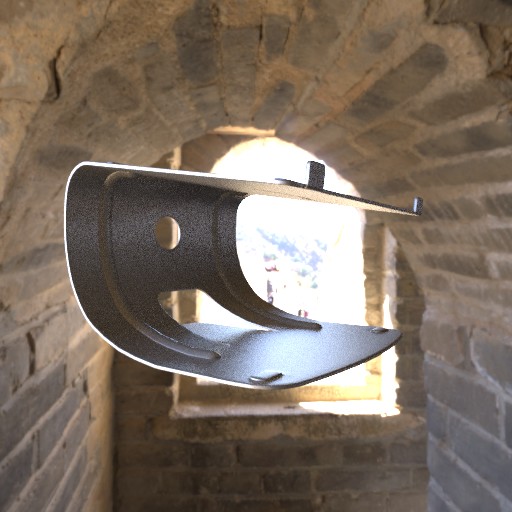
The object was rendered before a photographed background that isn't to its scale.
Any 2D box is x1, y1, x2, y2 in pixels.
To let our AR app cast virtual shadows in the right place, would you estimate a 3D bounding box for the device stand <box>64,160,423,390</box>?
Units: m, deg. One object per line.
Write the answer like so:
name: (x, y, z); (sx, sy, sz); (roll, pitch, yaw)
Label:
device stand: (0.000, 0.000, 0.406); (0.236, 0.155, 0.256); (0, 1, 36)
